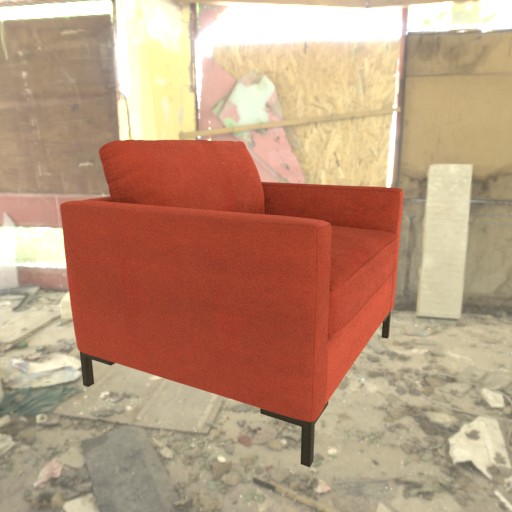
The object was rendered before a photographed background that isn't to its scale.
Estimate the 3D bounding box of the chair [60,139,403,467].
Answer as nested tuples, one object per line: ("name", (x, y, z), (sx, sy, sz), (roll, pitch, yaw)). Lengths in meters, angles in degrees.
("chair", (0.000, 0.000, 1.594), (0.875, 0.812, 0.964), (8, 16, 28))
